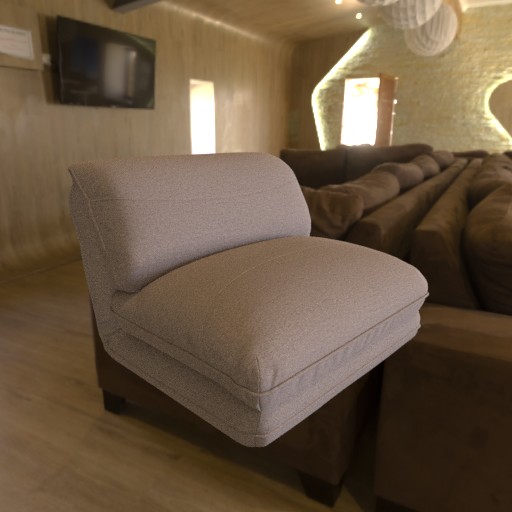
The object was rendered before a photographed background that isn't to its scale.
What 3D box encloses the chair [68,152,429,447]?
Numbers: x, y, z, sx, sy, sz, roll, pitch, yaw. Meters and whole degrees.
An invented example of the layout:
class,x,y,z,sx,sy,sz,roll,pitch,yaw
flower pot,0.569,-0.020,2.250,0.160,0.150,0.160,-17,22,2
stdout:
class,x,y,z,sx,sy,sz,roll,pitch,yaw
chair,0.000,0.000,1.334,0.780,0.580,0.820,14,21,41
